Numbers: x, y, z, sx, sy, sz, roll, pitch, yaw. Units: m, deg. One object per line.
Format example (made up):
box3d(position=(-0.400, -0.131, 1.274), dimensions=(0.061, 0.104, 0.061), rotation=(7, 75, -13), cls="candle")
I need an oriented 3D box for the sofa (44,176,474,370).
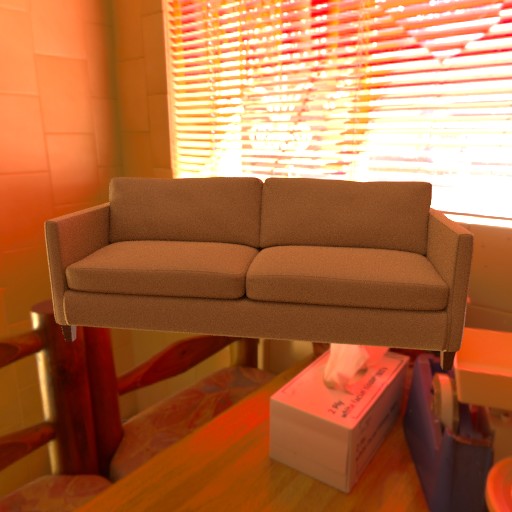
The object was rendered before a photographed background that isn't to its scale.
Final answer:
box3d(position=(0.000, 0.000, 2.858), dimensions=(2.361, 0.968, 0.951), rotation=(2, 15, 9), cls="sofa")
